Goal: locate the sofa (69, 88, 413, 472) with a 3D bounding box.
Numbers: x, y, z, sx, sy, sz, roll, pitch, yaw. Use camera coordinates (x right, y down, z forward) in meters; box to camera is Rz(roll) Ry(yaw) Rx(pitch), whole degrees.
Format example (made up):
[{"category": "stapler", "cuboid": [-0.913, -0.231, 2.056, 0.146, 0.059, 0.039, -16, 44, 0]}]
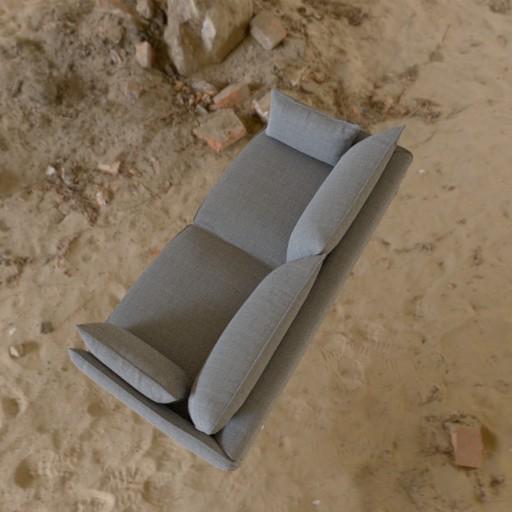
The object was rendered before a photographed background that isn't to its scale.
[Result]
[{"category": "sofa", "cuboid": [0.000, 0.000, 2.444, 0.972, 0.851, 1.989, 29, 67, 14]}]
